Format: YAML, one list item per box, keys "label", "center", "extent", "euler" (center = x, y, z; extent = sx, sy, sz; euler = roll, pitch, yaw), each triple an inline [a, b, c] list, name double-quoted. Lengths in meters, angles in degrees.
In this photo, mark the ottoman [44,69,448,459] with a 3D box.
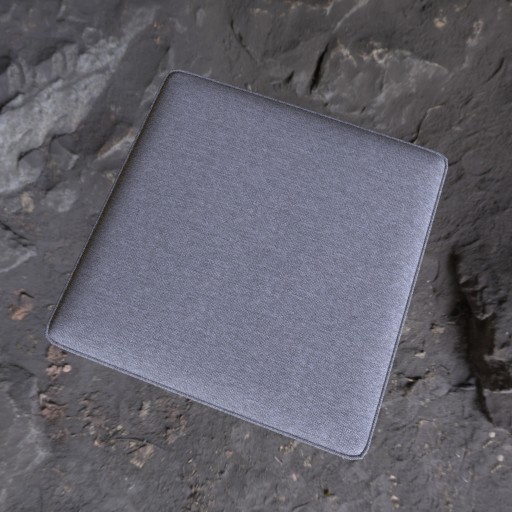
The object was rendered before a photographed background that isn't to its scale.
- label: "ottoman"
  center: [0.000, 0.000, 1.550]
  extent: [1.005, 0.455, 1.005]
  euler: [20, 77, 5]
